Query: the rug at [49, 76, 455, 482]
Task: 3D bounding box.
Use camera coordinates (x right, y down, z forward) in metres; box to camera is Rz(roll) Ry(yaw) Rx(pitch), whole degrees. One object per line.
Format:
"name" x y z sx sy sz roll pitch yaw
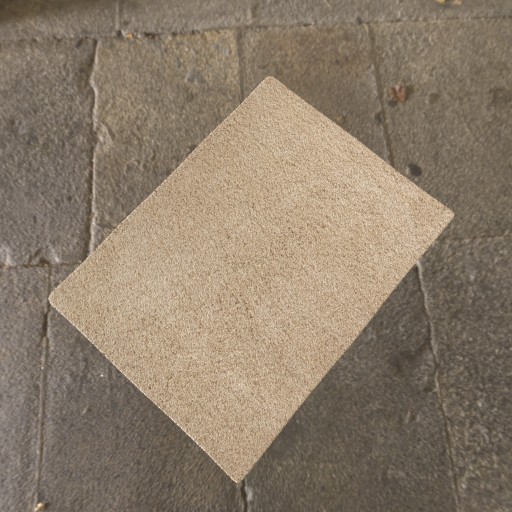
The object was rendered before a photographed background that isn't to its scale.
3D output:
"rug" 0.000 0.000 2.120 1.199 0.025 1.600 40 79 9
